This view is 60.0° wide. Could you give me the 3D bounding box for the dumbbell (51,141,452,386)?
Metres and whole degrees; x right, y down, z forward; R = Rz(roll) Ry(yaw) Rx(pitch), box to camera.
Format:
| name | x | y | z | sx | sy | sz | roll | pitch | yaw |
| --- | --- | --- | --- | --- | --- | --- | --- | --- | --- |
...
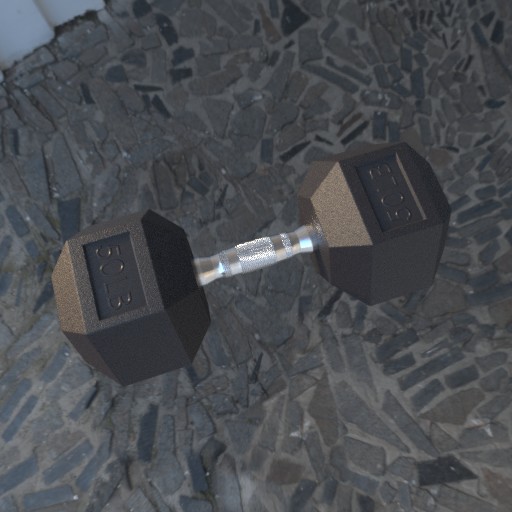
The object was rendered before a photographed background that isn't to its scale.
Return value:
| name | x | y | z | sx | sy | sz | roll | pitch | yaw |
| --- | --- | --- | --- | --- | --- | --- | --- | --- | --- |
| dumbbell | 0.000 | 0.000 | 0.465 | 0.384 | 0.150 | 0.173 | -17 | 74 | -5 |
